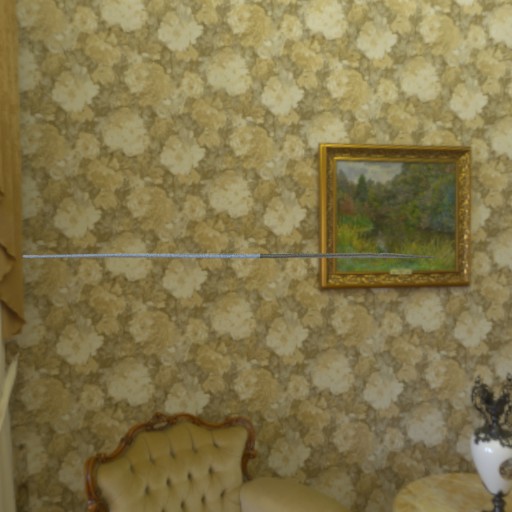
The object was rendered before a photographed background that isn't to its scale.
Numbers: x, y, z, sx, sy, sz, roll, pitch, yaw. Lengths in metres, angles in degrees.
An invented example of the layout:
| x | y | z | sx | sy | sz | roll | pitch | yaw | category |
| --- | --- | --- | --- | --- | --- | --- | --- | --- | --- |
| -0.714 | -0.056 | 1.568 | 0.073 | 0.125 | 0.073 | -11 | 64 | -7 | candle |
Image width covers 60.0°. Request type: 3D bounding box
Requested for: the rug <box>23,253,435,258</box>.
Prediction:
| x | y | z | sx | sy | sz | roll | pitch | yaw | category |
| --- | --- | --- | --- | --- | --- | --- | --- | --- | --- |
| 0.000 | 0.000 | 4.263 | 2.461 | 0.046 | 3.237 | 0 | 0 | 37 | rug |
